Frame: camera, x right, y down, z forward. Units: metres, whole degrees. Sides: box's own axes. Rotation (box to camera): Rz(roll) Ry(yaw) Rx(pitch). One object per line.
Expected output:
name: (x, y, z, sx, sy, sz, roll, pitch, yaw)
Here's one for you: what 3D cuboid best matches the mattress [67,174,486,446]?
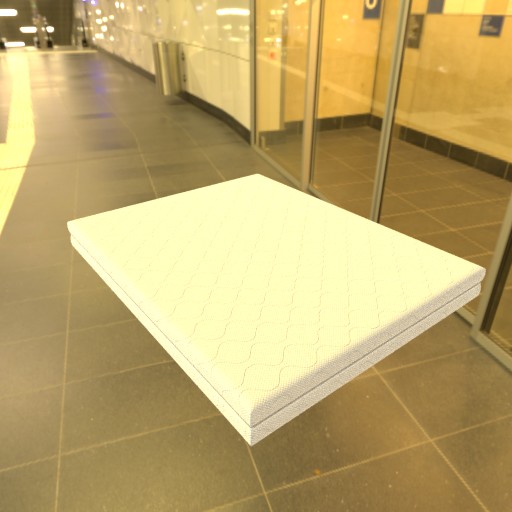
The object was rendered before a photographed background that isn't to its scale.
mattress: (0.000, 0.000, 2.687, 1.600, 0.200, 2.000, -21, 35, -32)
